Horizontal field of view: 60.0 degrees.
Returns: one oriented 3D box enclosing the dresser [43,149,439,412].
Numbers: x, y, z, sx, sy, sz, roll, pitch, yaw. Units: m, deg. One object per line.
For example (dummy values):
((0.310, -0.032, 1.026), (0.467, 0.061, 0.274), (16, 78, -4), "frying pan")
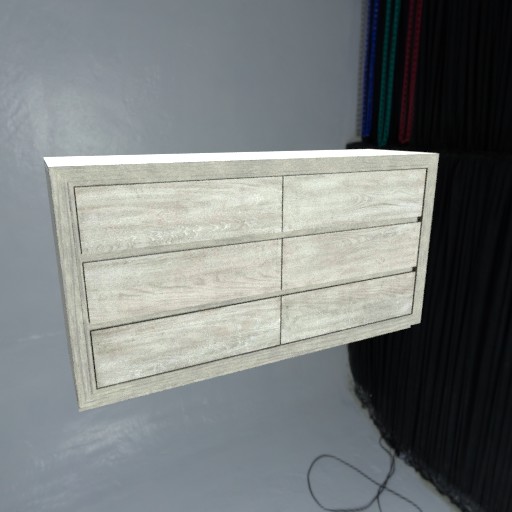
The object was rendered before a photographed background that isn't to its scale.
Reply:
((0.000, 0.000, 2.004), (1.628, 0.889, 0.483), (-8, 18, -25), "dresser")
